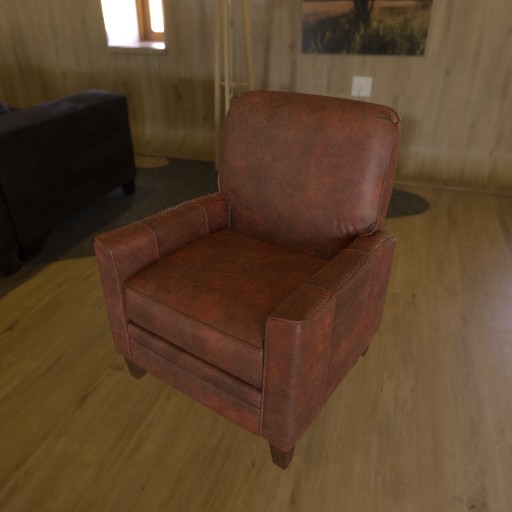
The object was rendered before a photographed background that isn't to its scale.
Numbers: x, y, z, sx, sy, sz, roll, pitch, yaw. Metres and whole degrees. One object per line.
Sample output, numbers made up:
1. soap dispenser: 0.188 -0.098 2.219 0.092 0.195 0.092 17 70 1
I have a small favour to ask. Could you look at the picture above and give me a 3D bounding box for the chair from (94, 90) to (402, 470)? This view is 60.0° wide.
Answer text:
1. chair: 0.000 0.000 1.647 0.843 1.043 0.836 19 35 30
